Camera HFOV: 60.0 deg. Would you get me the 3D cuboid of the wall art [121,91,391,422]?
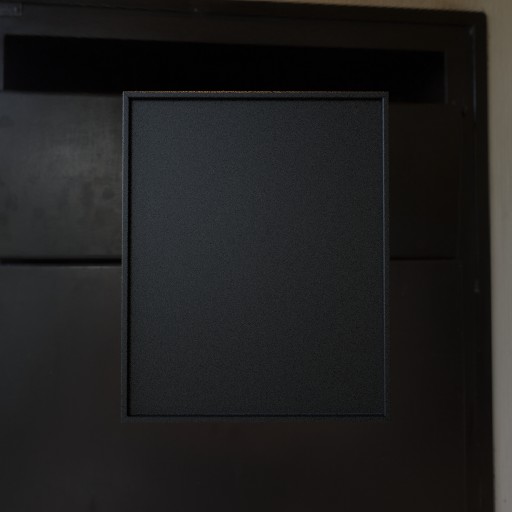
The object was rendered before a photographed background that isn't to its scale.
[{"bbox_3d":[0.000,0.000,0.762,0.449,0.555,0.039,0,-1,0],"label":"wall art"}]
